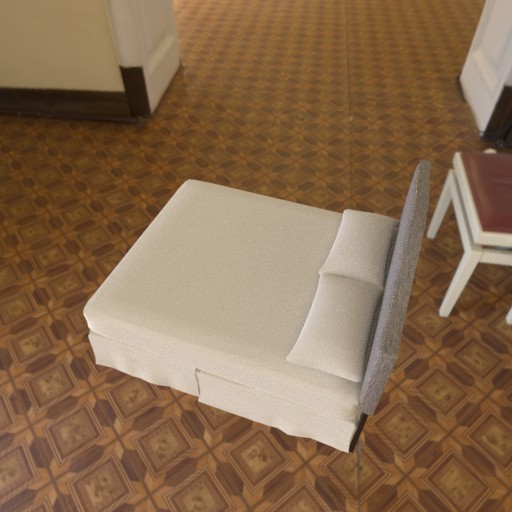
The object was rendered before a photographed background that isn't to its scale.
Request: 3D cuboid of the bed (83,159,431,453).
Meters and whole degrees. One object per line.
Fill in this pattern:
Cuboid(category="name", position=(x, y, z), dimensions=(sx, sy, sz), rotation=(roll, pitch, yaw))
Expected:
Cuboid(category="bed", position=(0.000, 0.000, 2.957), dimensions=(1.870, 1.295, 1.610), rotation=(15, 48, 14))
